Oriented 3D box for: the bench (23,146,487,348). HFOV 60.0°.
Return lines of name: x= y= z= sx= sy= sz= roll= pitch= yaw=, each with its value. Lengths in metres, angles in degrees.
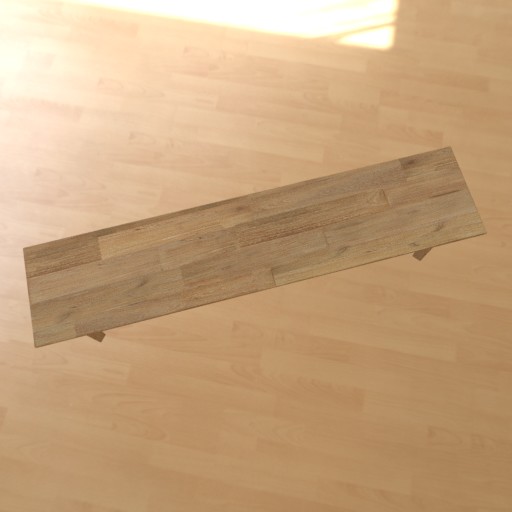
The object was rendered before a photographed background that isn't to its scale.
bench: x=0.000 y=0.000 z=1.866 sx=1.698 sy=0.431 sz=0.378 roll=-14 pitch=75 yaw=-4
